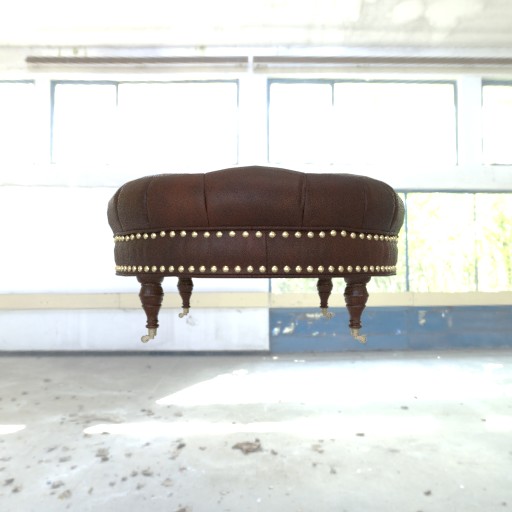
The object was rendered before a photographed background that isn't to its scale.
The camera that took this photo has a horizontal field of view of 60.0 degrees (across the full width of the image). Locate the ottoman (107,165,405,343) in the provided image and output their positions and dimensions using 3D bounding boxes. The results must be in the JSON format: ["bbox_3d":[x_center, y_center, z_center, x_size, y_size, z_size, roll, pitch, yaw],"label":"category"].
[{"bbox_3d":[0.000,0.000,1.400,0.901,0.455,0.901,0,-1,0],"label":"ottoman"}]
